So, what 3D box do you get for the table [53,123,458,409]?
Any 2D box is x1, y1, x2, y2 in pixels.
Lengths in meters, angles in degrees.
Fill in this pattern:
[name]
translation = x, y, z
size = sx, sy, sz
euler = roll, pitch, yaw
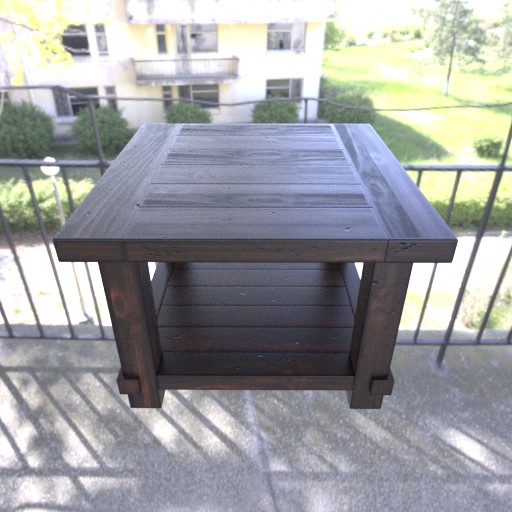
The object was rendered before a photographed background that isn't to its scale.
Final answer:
[table]
translation = 0.000, 0.000, 1.017
size = 0.593, 0.437, 0.606
euler = 0, 32, 0
